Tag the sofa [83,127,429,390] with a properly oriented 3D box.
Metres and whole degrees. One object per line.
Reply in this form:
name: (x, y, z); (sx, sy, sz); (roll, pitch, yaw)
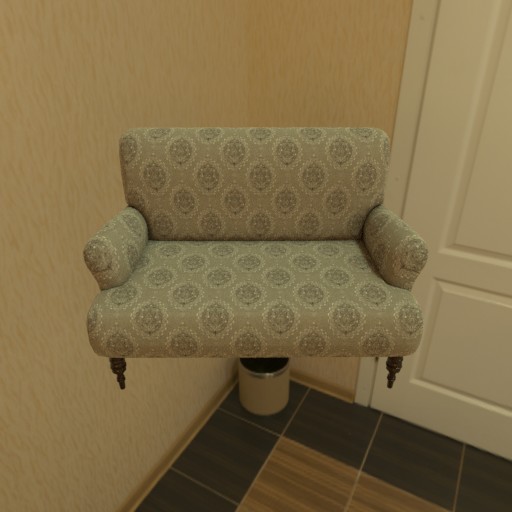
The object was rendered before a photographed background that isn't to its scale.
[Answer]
sofa: (0.000, 0.000, 1.845); (1.297, 0.889, 0.779); (0, 29, 0)
